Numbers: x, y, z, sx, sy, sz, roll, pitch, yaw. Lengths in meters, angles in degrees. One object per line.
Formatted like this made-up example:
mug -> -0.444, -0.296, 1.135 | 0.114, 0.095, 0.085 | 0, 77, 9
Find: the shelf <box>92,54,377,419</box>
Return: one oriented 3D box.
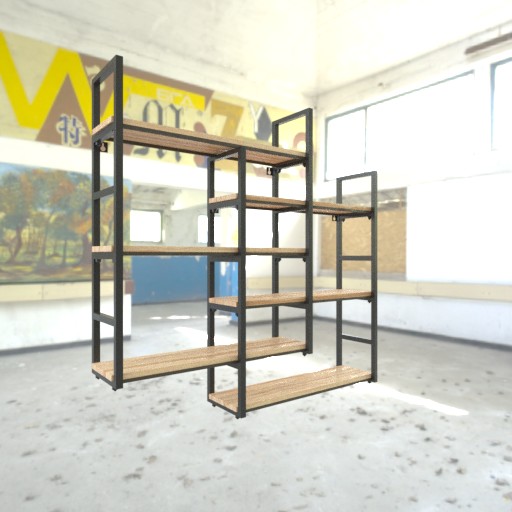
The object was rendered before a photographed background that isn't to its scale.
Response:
shelf -> 0.000, 0.000, 1.366 | 0.946, 0.921, 0.183 | 0, 0, -37
